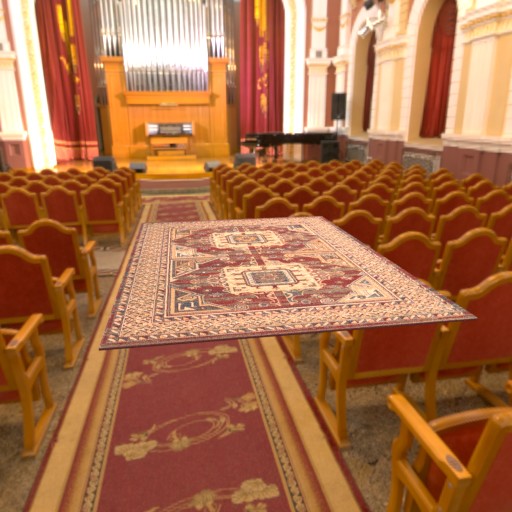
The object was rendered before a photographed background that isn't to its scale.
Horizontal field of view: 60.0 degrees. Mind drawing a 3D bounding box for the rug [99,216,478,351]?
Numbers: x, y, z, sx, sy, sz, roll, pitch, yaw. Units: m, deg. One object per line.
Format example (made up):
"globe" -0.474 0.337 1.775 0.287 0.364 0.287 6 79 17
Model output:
"rug" 0.000 0.000 2.860 1.599 0.011 2.210 -3 17 -9
